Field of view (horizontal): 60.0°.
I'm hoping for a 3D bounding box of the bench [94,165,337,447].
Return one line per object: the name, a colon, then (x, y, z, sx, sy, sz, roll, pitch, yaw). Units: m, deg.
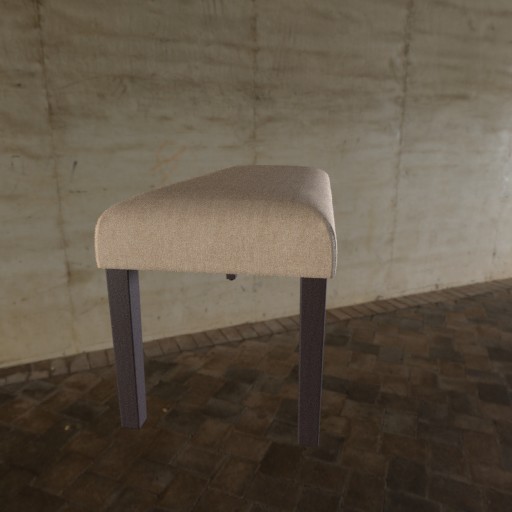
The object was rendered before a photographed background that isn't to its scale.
bench: (0.000, 0.000, 1.238, 0.407, 0.456, 1.013, 2, 15, 8)
